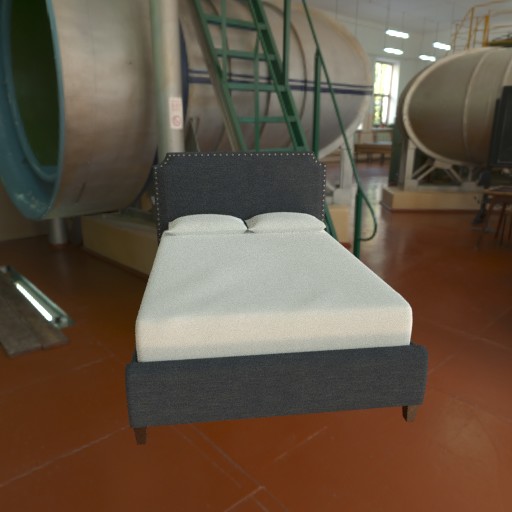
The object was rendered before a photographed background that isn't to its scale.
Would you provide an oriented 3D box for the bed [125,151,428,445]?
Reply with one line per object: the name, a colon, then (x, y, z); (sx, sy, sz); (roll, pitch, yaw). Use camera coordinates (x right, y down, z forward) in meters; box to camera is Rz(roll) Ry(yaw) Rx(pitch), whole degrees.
bed: (0.000, 0.000, 3.443); (1.713, 1.443, 2.372); (-2, 17, -7)
